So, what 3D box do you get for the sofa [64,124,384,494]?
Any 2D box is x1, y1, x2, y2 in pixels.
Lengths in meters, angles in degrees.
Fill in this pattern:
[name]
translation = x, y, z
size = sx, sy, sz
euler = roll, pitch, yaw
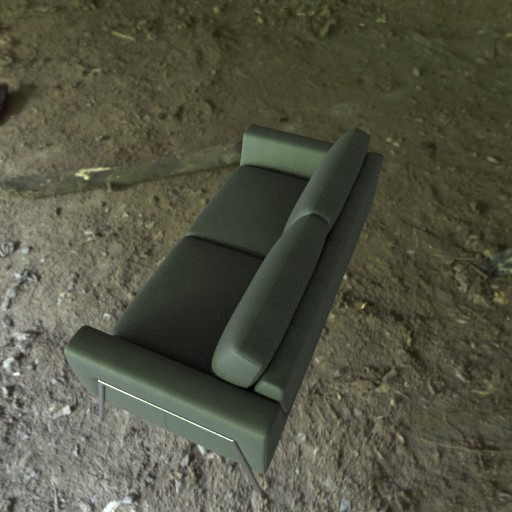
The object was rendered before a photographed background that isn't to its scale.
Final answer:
[sofa]
translation = 0.000, 0.000, 2.504
size = 0.953, 0.875, 2.017
euler = 18, 50, 16
